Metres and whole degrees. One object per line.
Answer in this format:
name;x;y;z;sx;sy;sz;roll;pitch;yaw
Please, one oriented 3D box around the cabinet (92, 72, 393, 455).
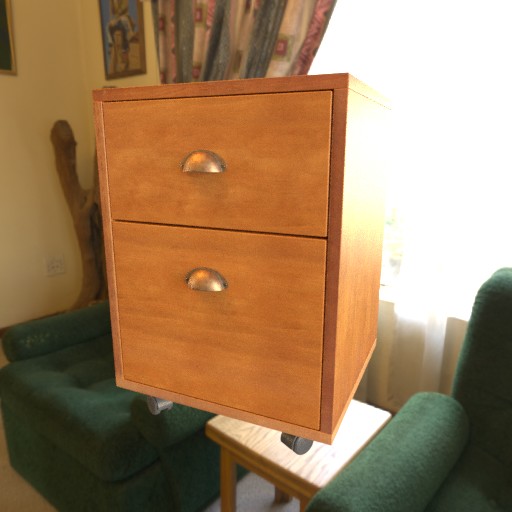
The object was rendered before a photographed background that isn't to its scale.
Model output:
cabinet;0.000;0.000;0.844;0.409;0.579;0.401;6;15;24
